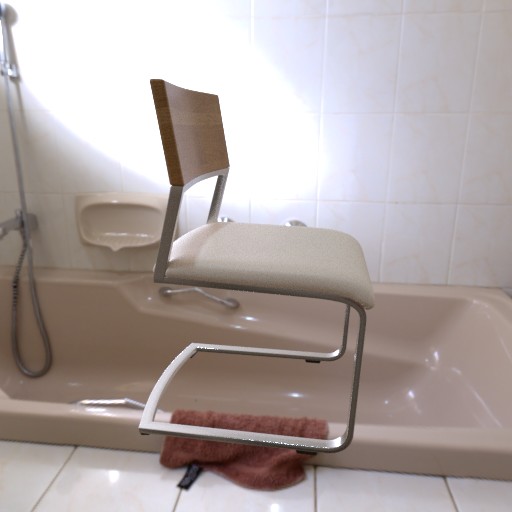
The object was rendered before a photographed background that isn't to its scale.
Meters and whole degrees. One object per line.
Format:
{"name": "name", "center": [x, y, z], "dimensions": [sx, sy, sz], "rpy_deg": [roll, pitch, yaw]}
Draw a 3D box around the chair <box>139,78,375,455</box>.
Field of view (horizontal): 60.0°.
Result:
{"name": "chair", "center": [0.000, 0.000, 1.180], "dimensions": [0.585, 0.844, 0.467], "rpy_deg": [3, 17, 9]}
